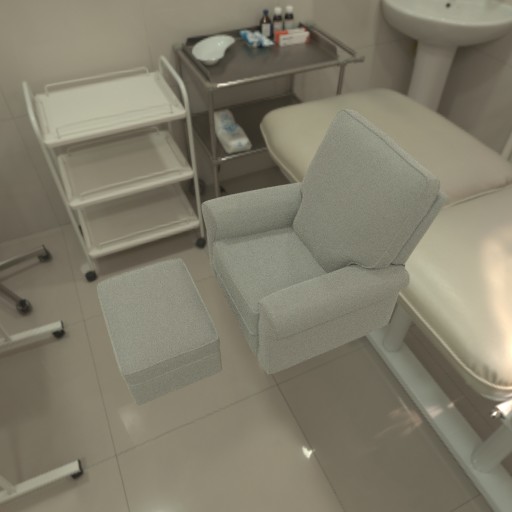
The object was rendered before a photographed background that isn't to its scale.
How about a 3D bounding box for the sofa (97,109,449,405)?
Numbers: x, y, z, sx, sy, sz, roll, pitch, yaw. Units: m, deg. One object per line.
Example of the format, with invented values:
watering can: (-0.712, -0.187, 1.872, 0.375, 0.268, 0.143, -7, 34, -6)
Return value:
sofa: (0.000, 0.000, 2.100, 1.478, 0.959, 0.880, -19, 49, -17)
